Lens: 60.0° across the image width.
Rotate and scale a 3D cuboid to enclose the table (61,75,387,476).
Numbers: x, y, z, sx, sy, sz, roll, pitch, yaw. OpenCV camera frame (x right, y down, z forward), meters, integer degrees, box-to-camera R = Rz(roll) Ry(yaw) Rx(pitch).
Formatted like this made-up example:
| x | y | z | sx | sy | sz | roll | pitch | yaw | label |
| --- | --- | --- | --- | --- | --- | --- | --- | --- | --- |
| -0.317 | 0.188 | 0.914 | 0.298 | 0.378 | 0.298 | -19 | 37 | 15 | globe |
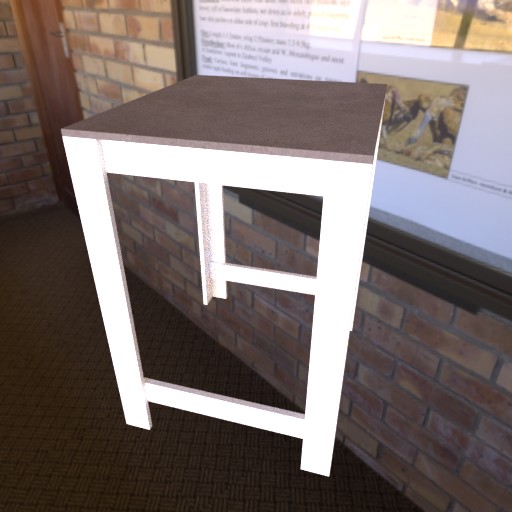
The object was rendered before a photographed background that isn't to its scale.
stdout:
| x | y | z | sx | sy | sz | roll | pitch | yaw | label |
| --- | --- | --- | --- | --- | --- | --- | --- | --- | --- |
| 0.000 | 0.000 | 1.522 | 0.700 | 1.020 | 0.800 | 8 | 32 | 14 | table |
